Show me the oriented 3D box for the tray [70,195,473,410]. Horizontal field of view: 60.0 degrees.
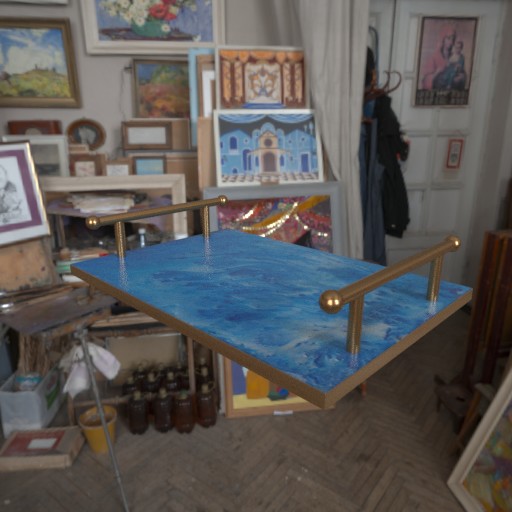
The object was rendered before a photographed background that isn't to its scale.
[{"bbox_3d":[0.000,0.000,0.576,0.444,0.084,0.304,16,23,42],"label":"tray"}]
